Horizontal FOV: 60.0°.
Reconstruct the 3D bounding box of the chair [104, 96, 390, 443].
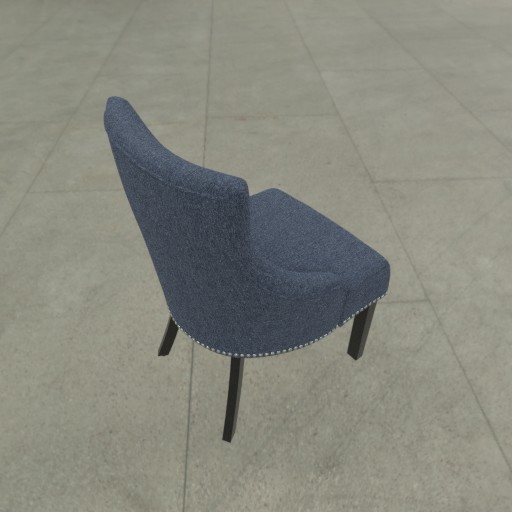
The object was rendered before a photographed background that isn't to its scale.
[{"bbox_3d":[0.000,0.000,1.290,0.629,0.909,0.566,-28,48,-28],"label":"chair"}]
